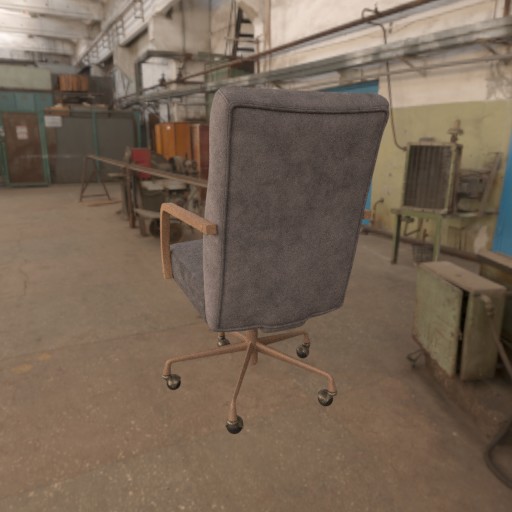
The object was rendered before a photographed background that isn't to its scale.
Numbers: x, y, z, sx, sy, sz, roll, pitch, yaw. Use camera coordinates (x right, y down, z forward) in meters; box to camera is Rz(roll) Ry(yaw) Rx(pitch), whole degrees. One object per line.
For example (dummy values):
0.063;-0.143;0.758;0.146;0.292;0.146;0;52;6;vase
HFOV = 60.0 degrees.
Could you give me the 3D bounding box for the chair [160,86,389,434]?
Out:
0.000;0.000;1.530;0.640;1.029;0.741;-7;17;-25;chair
